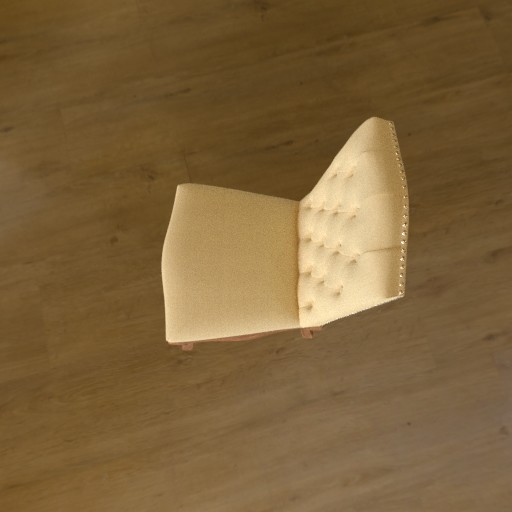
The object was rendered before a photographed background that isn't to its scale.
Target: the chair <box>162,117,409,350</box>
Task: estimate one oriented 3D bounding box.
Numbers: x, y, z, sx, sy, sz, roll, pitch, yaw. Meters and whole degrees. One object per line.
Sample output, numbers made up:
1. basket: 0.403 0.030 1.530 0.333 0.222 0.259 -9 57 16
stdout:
1. chair: 0.000 0.000 1.588 0.715 1.165 0.623 1 75 0
